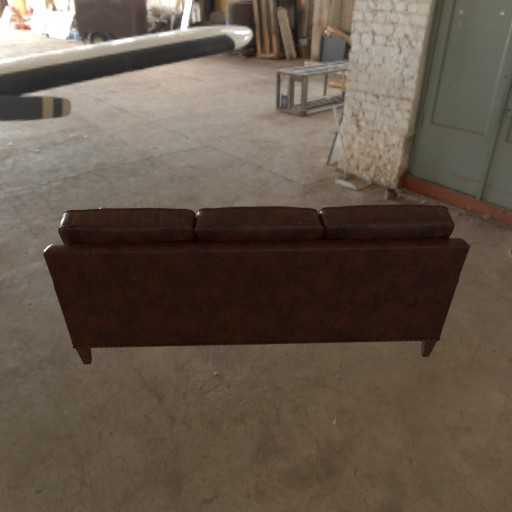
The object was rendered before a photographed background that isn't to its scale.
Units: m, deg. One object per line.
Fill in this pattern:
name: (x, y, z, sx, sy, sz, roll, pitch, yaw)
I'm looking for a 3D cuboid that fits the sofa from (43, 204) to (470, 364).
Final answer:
sofa: (0.000, 0.000, 2.859, 2.240, 1.003, 1.084, -1, 31, -2)
